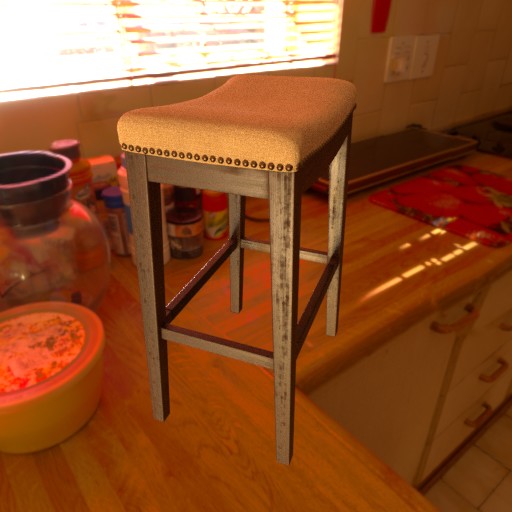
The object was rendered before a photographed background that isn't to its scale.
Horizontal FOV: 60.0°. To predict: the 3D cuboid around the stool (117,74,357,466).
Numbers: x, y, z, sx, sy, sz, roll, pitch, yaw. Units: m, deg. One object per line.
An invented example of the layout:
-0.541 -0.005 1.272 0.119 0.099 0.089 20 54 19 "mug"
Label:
0.000 0.000 1.084 0.363 0.768 0.509 11 32 18 "stool"
